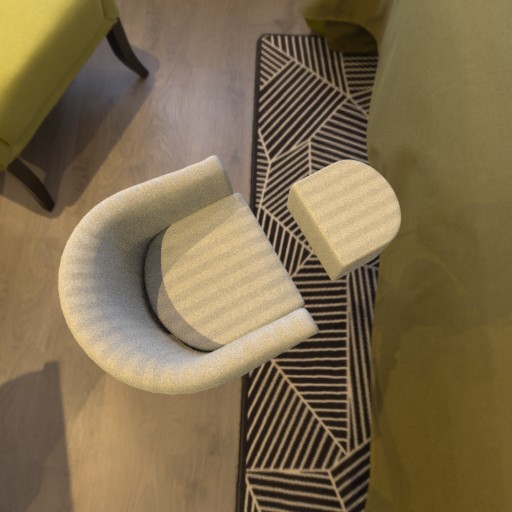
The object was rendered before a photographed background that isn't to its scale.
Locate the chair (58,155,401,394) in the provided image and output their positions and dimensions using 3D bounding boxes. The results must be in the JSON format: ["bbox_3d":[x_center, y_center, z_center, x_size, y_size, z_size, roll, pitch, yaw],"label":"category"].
[{"bbox_3d":[0.000,0.000,1.745,1.288,0.757,0.756,-28,76,-7],"label":"chair"}]
